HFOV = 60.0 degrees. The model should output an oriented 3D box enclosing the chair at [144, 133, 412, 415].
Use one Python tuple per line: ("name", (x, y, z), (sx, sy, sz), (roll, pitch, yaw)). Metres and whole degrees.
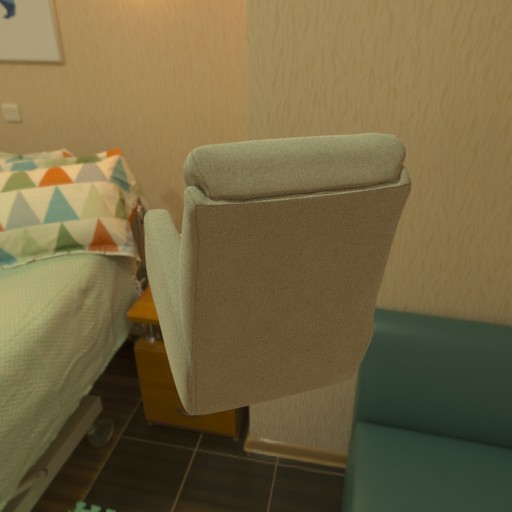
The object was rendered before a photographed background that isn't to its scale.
("chair", (0.000, 0.000, 1.691), (0.794, 1.021, 0.940), (-8, 28, -16))
